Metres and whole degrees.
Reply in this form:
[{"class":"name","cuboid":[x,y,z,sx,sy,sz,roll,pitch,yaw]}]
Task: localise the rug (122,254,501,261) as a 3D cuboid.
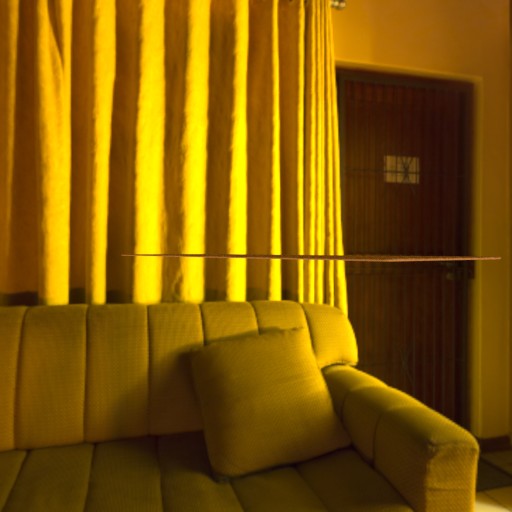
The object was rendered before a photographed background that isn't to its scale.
[{"class":"rug","cuboid":[0.000,0.000,2.606,0.750,0.009,2.435,0,1,-36]}]
